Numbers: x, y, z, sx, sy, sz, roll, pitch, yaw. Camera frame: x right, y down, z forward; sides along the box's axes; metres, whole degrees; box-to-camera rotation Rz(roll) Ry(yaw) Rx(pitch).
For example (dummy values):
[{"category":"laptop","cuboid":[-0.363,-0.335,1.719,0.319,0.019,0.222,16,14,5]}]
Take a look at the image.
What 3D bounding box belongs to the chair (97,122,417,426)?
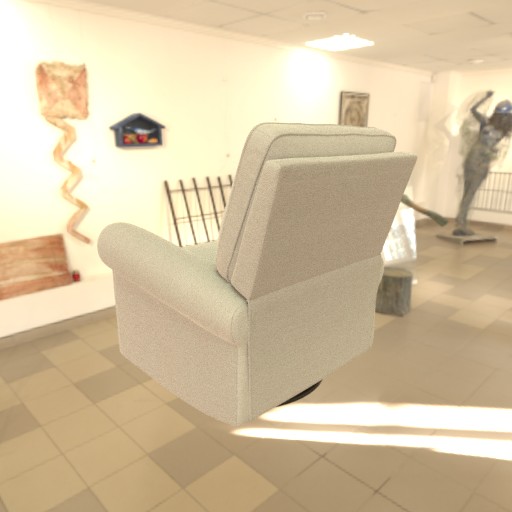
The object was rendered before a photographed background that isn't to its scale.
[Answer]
[{"category":"chair","cuboid":[0.000,0.000,1.691,0.890,0.960,0.878,-15,21,-42]}]
